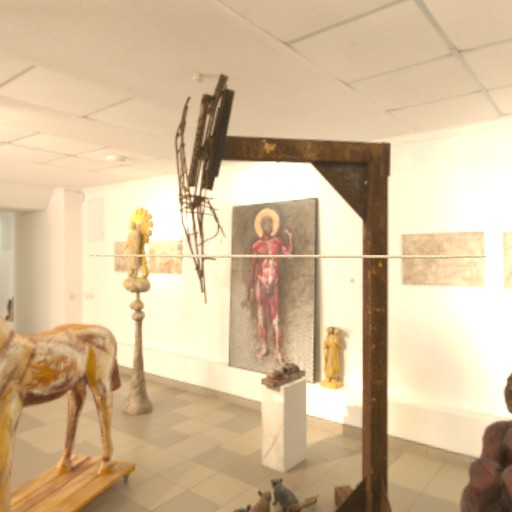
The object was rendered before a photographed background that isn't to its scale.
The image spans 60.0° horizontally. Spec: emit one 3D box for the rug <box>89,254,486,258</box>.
[{"bbox_3d":[0.000,0.000,2.748,2.442,0.016,0.770,0,0,38],"label":"rug"}]
